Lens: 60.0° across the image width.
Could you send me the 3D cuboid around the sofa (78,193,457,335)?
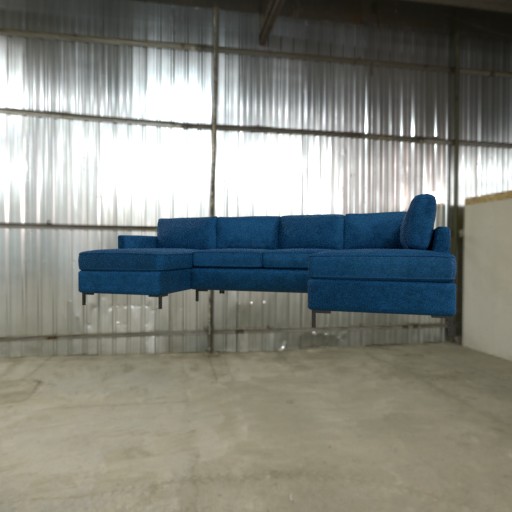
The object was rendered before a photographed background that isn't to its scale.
[{"bbox_3d":[0.000,0.000,4.390,3.434,0.992,2.055,0,1,18],"label":"sofa"}]
